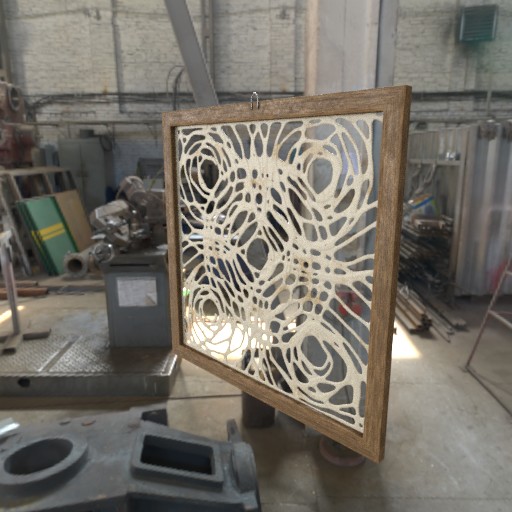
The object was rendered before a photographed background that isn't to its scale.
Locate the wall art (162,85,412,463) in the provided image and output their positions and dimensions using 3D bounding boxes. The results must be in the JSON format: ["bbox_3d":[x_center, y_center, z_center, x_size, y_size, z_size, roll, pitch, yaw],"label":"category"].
[{"bbox_3d":[0.000,0.000,0.828,0.021,0.576,0.561,-13,18,-43],"label":"wall art"}]
